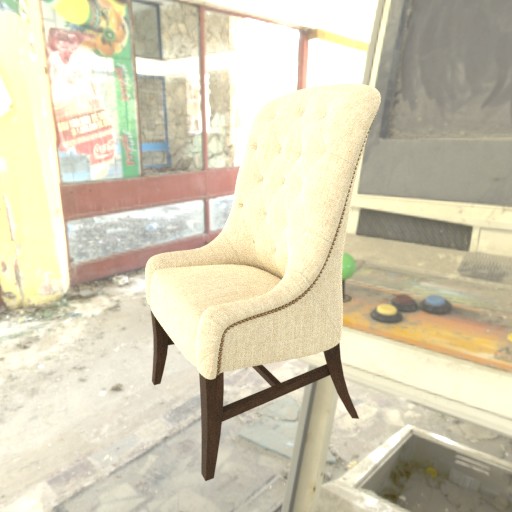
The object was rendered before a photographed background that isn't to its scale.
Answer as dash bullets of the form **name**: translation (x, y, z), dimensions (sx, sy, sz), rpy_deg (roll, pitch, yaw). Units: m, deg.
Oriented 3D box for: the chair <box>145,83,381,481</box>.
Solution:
- **chair**: translation (0.000, 0.000, 1.477), dimensions (0.629, 1.091, 0.634), rpy_deg (-8, 18, -26)
